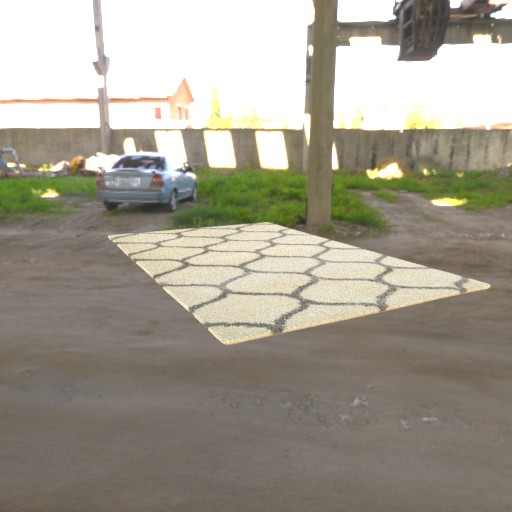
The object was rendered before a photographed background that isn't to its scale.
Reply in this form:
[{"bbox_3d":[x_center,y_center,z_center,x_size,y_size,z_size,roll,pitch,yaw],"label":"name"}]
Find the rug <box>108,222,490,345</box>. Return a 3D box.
[{"bbox_3d":[0.000,0.000,2.943,1.501,0.024,2.348,-7,15,-27],"label":"rug"}]
